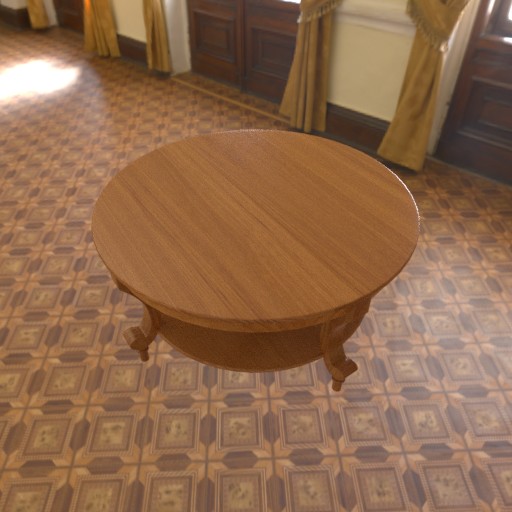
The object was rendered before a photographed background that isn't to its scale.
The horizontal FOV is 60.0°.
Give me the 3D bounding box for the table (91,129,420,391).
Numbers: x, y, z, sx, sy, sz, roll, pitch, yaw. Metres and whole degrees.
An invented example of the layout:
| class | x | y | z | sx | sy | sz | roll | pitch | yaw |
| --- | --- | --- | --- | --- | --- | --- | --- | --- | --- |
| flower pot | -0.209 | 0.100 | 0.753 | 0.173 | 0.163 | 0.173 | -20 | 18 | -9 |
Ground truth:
| class | x | y | z | sx | sy | sz | roll | pitch | yaw |
| --- | --- | --- | --- | --- | --- | --- | --- | --- | --- |
| table | 0.000 | 0.000 | 1.593 | 1.029 | 0.490 | 1.029 | 0 | 41 | 0 |
